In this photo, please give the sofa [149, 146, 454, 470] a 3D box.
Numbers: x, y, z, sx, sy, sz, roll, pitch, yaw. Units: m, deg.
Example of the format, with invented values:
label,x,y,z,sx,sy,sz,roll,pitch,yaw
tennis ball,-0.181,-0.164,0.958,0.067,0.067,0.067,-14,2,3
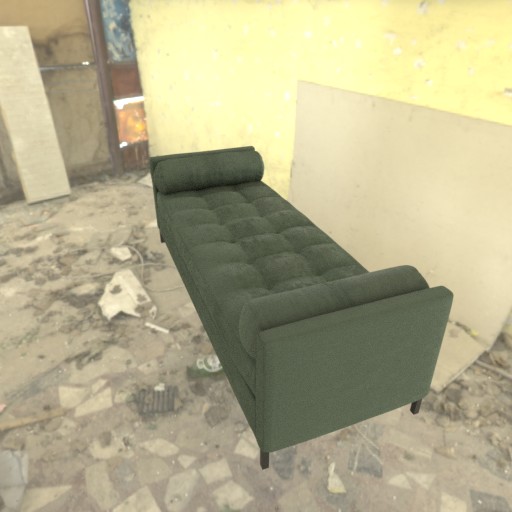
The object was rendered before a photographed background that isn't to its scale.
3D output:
label,x,y,z,sx,sy,sz,roll,pitch,yaw
sofa,0.000,0.000,2.514,0.817,0.681,2.130,-11,32,-19
